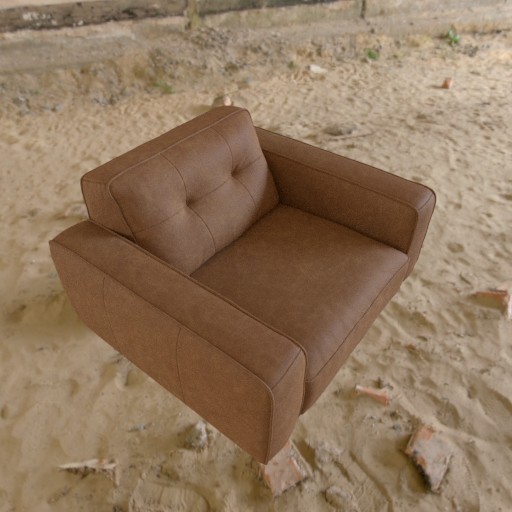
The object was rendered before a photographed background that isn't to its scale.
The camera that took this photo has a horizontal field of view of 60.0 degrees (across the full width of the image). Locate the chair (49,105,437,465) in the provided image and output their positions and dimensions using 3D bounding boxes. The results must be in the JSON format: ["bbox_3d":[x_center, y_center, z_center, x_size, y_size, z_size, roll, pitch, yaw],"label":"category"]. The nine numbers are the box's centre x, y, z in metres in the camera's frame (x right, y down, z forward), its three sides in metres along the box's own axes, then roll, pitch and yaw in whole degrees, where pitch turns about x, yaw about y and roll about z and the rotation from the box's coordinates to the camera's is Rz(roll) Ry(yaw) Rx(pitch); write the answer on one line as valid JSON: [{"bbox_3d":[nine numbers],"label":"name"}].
[{"bbox_3d":[0.000,0.000,1.690,0.952,0.782,1.118,27,49,27],"label":"chair"}]
